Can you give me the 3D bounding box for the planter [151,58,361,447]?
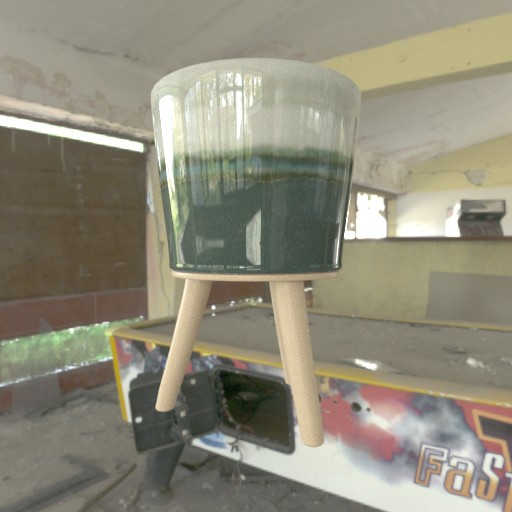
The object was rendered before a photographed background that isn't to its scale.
[{"bbox_3d":[0.000,0.000,0.472,0.217,0.331,0.217,0,1,-18],"label":"planter"}]
